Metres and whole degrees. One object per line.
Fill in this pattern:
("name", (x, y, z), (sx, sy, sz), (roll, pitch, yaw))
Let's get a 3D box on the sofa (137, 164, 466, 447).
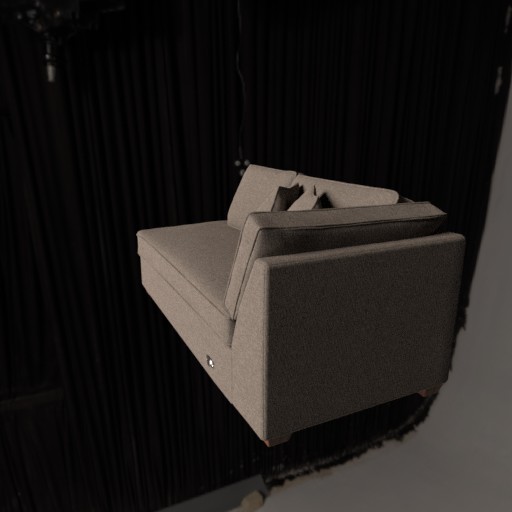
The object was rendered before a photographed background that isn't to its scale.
("sofa", (0.000, 0.000, 2.854), (1.110, 1.033, 2.237), (-8, 17, -25))
